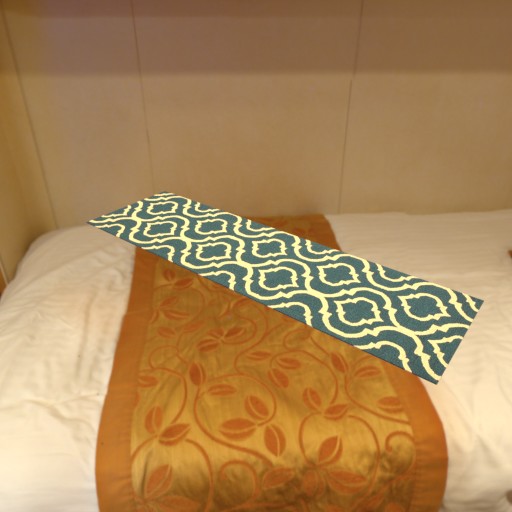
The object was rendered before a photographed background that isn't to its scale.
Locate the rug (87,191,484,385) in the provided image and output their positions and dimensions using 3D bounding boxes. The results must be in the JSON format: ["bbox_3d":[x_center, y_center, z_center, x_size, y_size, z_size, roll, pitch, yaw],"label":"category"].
[{"bbox_3d":[0.000,0.000,2.546,2.296,0.006,0.685,22,37,32],"label":"rug"}]
